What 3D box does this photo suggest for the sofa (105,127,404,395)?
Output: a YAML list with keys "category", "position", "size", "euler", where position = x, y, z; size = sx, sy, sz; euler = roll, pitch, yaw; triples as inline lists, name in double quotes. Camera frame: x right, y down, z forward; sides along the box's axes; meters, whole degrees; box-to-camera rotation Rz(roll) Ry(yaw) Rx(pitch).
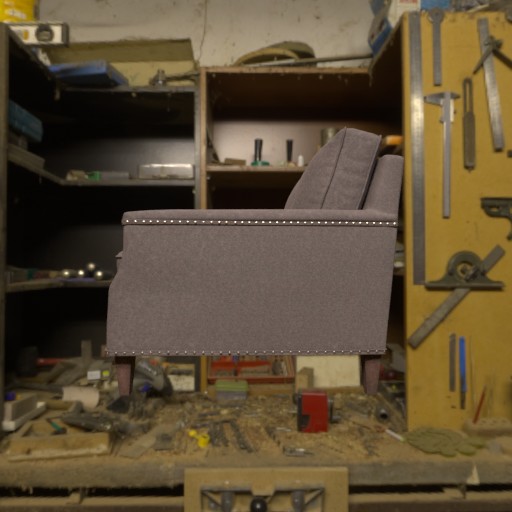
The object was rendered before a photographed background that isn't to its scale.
- category: "sofa"
  position: [0.000, 0.000, 2.331]
  size: [1.084, 1.003, 1.597]
  euler: [0, 0, 0]
